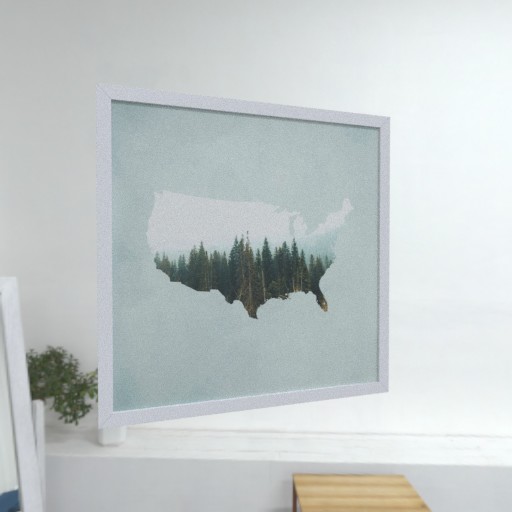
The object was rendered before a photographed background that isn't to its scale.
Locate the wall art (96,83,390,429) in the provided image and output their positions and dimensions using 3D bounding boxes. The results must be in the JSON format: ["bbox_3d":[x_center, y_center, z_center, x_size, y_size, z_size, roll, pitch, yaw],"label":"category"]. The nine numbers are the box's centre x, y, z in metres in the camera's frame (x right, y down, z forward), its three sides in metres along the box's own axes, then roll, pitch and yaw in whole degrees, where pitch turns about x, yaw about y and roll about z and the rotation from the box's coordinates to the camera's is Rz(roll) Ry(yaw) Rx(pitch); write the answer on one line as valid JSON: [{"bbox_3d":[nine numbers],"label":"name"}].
[{"bbox_3d":[0.000,0.000,0.755,0.509,0.509,0.040,0,1,-19],"label":"wall art"}]
